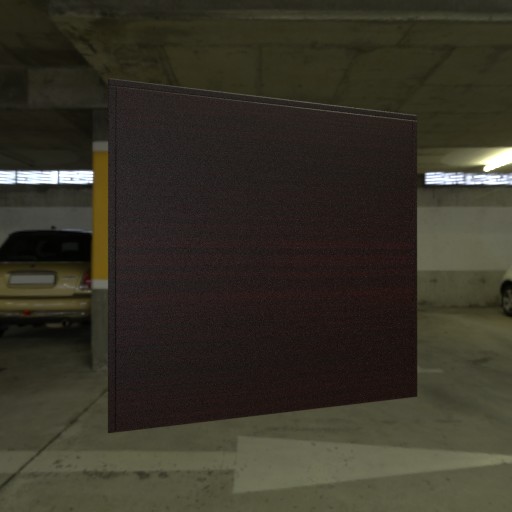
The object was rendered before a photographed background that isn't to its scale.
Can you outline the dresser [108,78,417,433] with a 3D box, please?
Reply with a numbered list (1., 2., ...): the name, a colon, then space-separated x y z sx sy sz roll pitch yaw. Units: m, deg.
1. dresser: 0.000 0.000 1.186 0.750 0.720 0.360 0 0 -18
